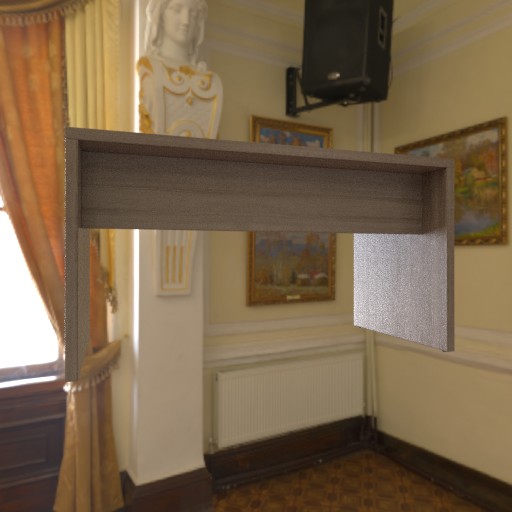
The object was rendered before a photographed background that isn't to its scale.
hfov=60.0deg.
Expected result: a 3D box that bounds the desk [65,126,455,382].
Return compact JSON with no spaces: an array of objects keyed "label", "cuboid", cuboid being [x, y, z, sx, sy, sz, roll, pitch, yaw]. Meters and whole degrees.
[{"label":"desk","cuboid":[0.000,0.000,1.820,1.380,0.745,0.690,0,0,-18]}]
